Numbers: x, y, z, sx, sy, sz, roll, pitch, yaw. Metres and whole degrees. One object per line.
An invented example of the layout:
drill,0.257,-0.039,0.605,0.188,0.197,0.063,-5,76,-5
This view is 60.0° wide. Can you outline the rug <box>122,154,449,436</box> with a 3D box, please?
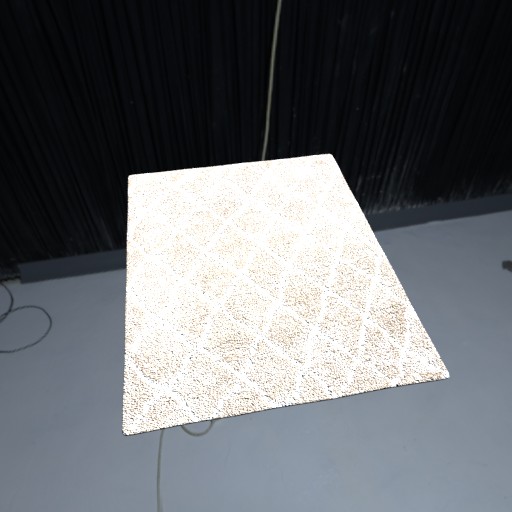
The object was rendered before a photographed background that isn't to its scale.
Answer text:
rug,0.000,0.000,4.237,2.438,0.029,3.047,-8,47,-7
